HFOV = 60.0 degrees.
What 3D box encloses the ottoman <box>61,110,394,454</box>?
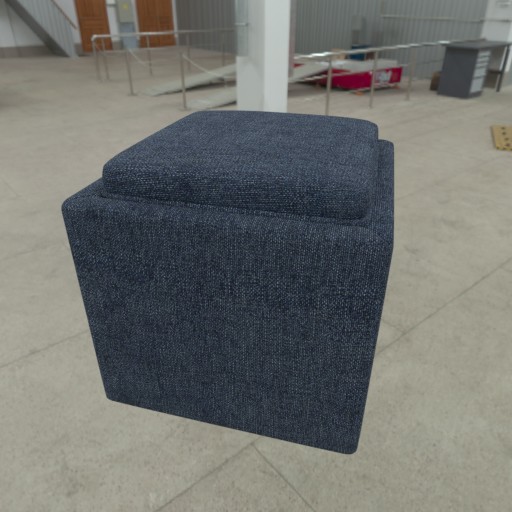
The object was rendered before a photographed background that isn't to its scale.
[{"bbox_3d":[0.000,0.000,0.827,0.450,0.460,0.450,8,31,13],"label":"ottoman"}]
